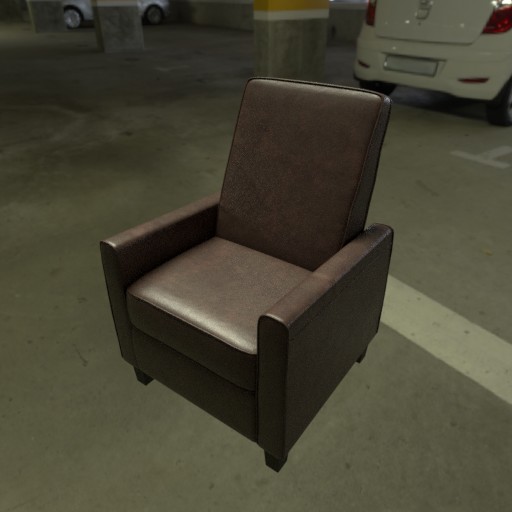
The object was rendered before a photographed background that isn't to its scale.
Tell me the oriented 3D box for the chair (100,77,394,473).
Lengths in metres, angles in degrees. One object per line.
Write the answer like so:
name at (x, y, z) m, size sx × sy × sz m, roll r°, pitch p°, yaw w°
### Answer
chair at (0.000, 0.000, 1.482) m, size 0.705 × 1.013 × 0.746 m, roll 21°, pitch 37°, yaw 30°
